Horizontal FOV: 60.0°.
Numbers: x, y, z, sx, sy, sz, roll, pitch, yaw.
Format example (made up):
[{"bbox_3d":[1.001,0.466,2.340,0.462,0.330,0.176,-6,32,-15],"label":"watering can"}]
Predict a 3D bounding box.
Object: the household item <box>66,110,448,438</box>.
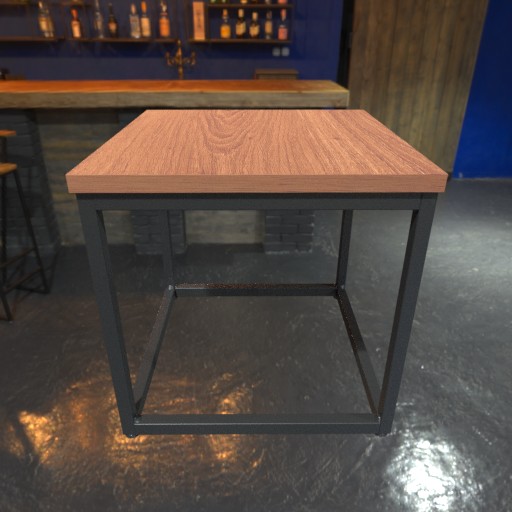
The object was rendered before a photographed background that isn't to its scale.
[{"bbox_3d":[0.000,0.000,0.733,0.400,0.400,0.400,0,27,0],"label":"household item"}]
